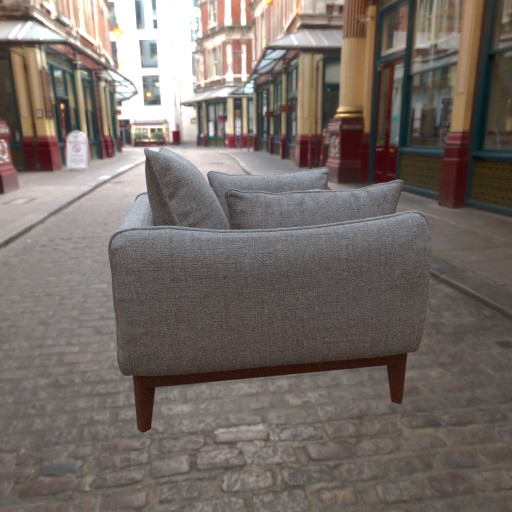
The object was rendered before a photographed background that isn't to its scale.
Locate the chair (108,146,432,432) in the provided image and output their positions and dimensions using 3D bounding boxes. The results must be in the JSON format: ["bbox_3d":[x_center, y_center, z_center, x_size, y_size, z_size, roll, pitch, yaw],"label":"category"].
[{"bbox_3d":[0.000,0.000,1.734,0.976,0.839,0.993,-3,15,-10],"label":"chair"}]
